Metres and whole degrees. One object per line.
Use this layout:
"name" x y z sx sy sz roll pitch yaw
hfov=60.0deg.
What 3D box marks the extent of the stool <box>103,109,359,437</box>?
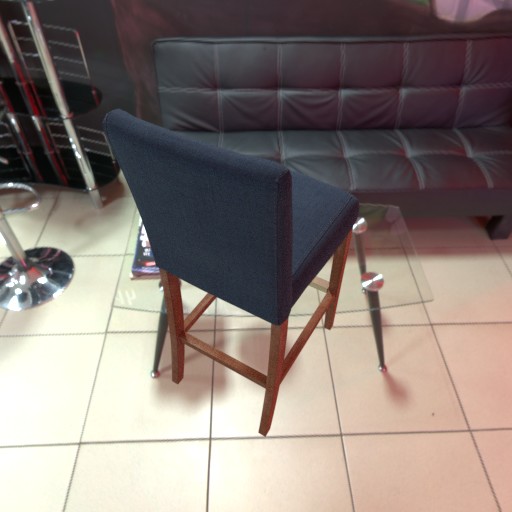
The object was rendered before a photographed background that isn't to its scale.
"stool" 0.000 0.000 1.379 0.454 1.088 0.574 23 50 21
